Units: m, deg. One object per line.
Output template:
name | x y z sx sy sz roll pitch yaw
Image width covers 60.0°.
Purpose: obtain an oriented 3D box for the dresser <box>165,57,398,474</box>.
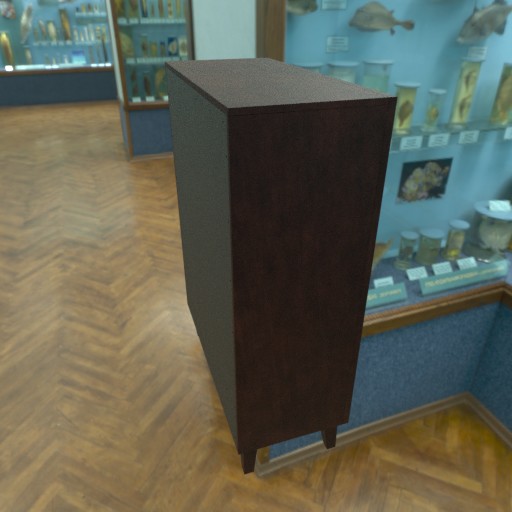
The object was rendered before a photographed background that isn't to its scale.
dresser | 0.000 0.000 1.983 0.506 1.514 1.072 -9 31 -16
